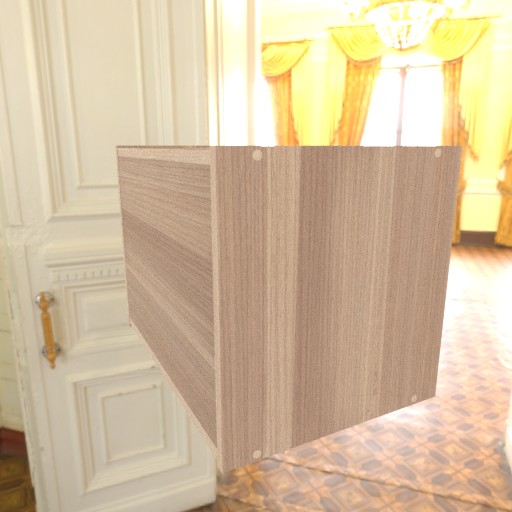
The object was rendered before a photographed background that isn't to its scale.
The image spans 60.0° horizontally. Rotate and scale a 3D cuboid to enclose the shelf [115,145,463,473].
[{"bbox_3d":[0.000,0.000,0.631,0.290,0.305,0.415,-7,16,-27],"label":"shelf"}]
